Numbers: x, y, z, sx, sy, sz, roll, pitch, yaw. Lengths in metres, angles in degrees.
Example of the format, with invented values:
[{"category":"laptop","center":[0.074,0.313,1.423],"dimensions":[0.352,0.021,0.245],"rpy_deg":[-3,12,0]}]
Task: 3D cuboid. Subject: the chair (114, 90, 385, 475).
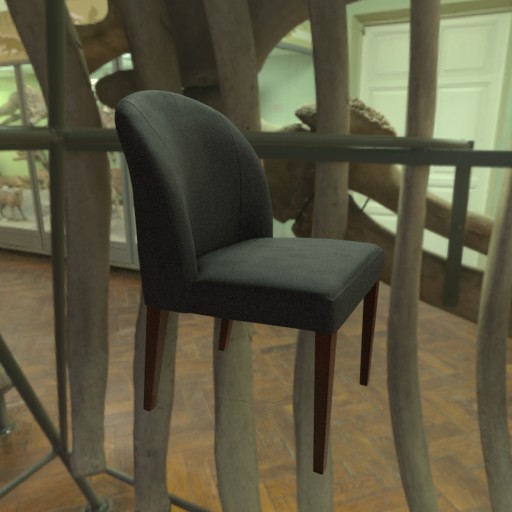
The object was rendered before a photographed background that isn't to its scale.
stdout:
[{"category":"chair","center":[0.000,0.000,1.224],"dimensions":[0.619,0.879,0.506],"rpy_deg":[8,18,26]}]
